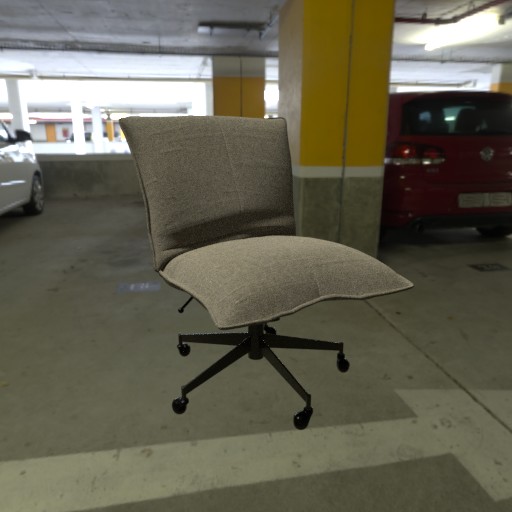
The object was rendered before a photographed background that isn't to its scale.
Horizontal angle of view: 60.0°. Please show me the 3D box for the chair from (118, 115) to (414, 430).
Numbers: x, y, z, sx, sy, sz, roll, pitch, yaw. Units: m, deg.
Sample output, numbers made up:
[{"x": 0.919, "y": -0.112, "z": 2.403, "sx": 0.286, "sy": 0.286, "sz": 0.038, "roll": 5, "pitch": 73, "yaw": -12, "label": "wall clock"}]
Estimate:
[{"x": 0.000, "y": 0.000, "z": 1.297, "sx": 0.597, "sy": 0.811, "sz": 0.696, "roll": -8, "pitch": 17, "yaw": -27, "label": "chair"}]
